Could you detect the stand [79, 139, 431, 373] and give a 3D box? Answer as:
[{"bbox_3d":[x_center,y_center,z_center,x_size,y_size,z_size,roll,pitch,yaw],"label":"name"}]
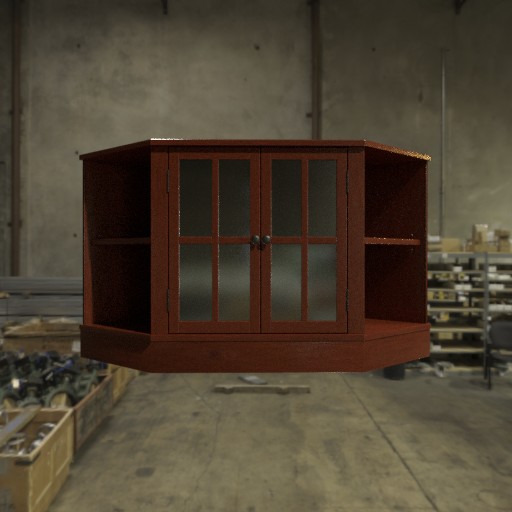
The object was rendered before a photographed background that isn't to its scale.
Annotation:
[{"bbox_3d":[0.000,0.000,1.352,1.072,0.614,0.381,0,0,-1],"label":"stand"}]
